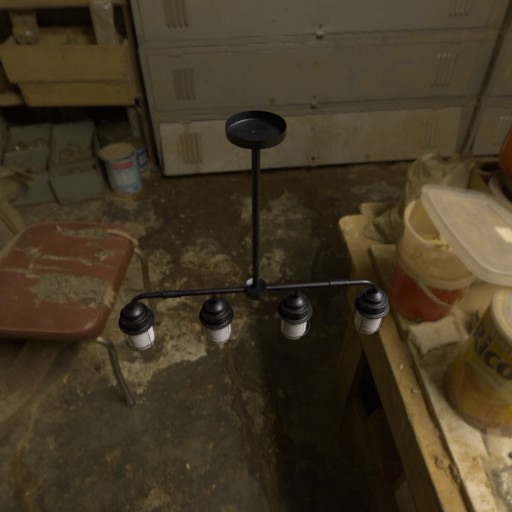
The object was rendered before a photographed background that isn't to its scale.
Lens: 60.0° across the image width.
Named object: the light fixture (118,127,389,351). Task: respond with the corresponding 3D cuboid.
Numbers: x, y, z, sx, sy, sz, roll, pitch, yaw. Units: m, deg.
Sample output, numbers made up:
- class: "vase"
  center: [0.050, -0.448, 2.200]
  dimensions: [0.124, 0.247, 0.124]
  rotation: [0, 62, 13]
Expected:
- class: "light fixture"
  center: [0.000, 0.000, 1.221]
  dimensions: [0.852, 0.785, 0.131]
  rotation: [-3, 45, -3]
